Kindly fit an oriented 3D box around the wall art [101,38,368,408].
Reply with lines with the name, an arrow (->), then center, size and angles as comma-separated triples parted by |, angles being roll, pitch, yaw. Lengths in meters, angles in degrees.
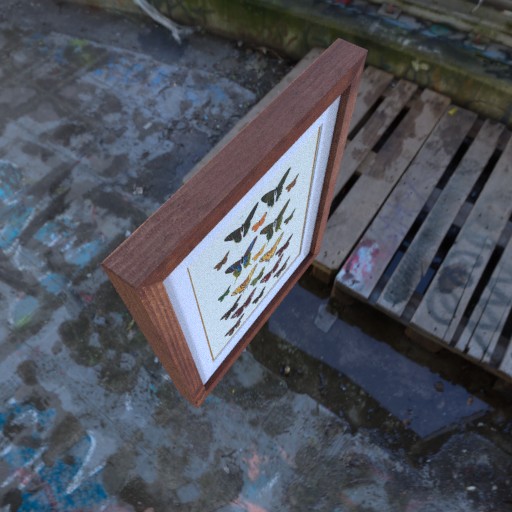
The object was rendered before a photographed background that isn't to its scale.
wall art -> 0.000, 0.000, 0.629 | 0.039, 0.449, 0.377 | 33, 65, 18
